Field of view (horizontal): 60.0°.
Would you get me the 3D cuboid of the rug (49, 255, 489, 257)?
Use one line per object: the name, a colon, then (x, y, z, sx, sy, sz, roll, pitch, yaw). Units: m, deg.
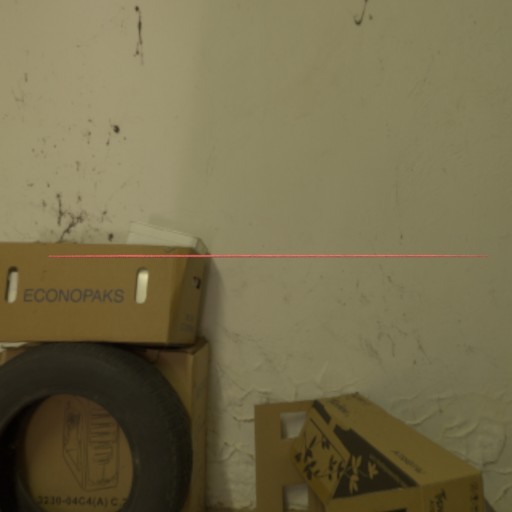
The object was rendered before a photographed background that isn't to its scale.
rug: (0.000, 0.000, 2.285, 1.814, 0.008, 1.209, 0, 0, -19)
